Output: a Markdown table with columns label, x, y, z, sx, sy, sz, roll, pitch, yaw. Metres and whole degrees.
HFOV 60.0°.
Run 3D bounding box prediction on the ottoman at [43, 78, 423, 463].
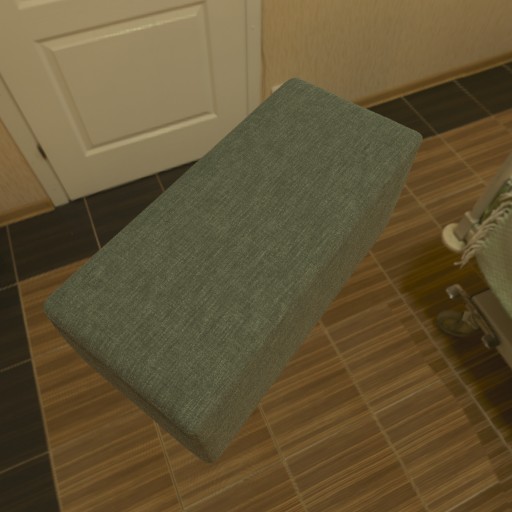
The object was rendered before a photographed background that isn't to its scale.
| label | x | y | z | sx | sy | sz | roll | pitch | yaw |
| --- | --- | --- | --- | --- | --- | --- | --- | --- | --- |
| ottoman | 0.000 | 0.000 | 1.138 | 0.419 | 0.432 | 0.902 | 32 | 63 | 18 |
